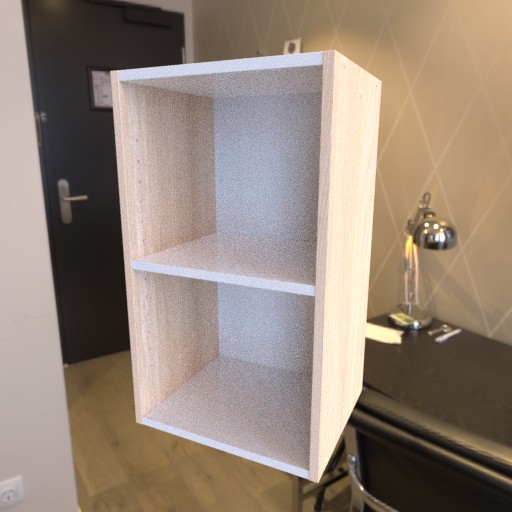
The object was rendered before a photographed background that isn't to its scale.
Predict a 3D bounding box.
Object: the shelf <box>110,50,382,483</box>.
[{"bbox_3d":[0.000,0.000,0.792,0.350,0.600,0.290,7,15,25],"label":"shelf"}]
